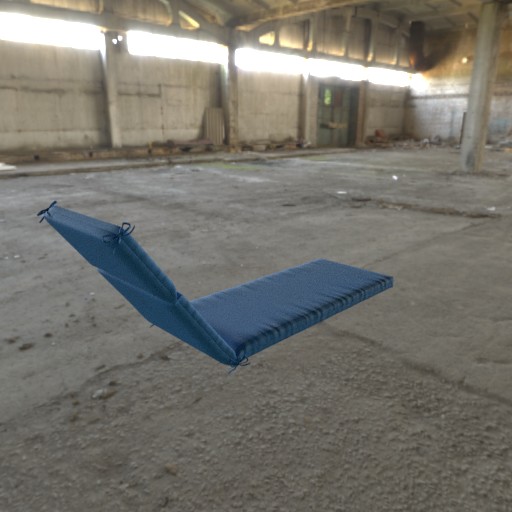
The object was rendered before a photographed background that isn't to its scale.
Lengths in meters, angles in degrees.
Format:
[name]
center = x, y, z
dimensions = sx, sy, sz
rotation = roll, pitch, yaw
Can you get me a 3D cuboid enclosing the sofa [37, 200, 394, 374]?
[sofa]
center = 0.000, 0.000, 2.008
dimensions = 1.663, 0.622, 0.582
rotation = -16, 23, -42
